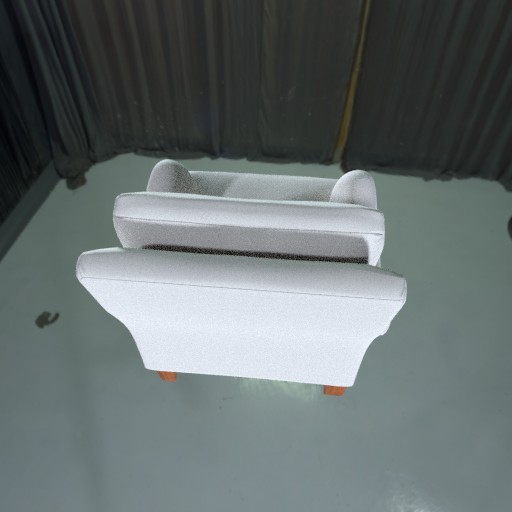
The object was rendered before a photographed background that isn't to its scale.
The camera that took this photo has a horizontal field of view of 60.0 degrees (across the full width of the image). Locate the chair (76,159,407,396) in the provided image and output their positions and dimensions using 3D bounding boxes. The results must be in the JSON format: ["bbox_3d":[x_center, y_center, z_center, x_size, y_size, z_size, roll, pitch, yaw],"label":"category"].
[{"bbox_3d":[0.000,0.000,1.837,0.955,1.038,1.070,4,48,4],"label":"chair"}]
